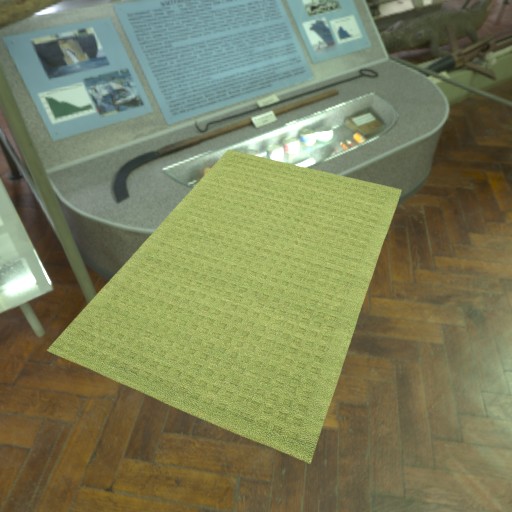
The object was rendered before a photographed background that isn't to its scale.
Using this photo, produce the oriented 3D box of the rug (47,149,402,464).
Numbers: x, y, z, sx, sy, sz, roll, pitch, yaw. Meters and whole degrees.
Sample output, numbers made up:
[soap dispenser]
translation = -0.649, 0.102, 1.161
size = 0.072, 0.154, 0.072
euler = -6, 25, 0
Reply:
[rug]
translation = 0.000, 0.000, 2.973
size = 1.529, 0.007, 2.297
euler = 17, 47, 16
